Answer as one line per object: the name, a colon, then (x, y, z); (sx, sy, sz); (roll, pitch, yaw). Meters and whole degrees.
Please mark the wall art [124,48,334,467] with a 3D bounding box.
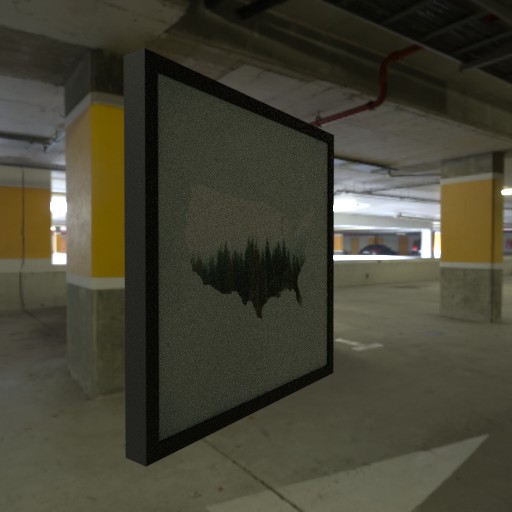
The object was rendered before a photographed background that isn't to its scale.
wall art: (0.000, 0.000, 0.755); (0.040, 0.509, 0.509); (1, 1, 36)
